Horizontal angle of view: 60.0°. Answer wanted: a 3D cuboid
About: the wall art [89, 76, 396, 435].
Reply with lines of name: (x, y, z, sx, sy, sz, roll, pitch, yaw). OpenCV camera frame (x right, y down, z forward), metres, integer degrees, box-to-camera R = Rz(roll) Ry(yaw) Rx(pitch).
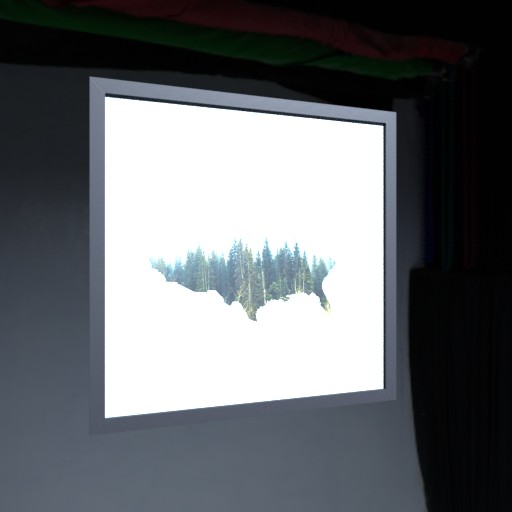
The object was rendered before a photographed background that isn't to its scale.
wall art: (0.000, 0.000, 0.725, 0.509, 0.509, 0.040, 0, 0, -18)
